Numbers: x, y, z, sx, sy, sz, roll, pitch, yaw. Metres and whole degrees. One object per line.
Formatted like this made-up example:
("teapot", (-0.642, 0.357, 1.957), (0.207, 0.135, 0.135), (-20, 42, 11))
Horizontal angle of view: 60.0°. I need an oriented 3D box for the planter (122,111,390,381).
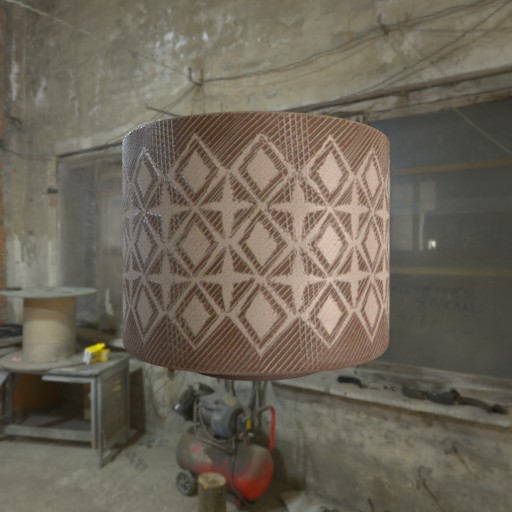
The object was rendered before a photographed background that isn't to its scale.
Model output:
("planter", (0.000, 0.000, 0.220), (0.126, 0.104, 0.126), (0, 1, 0))
